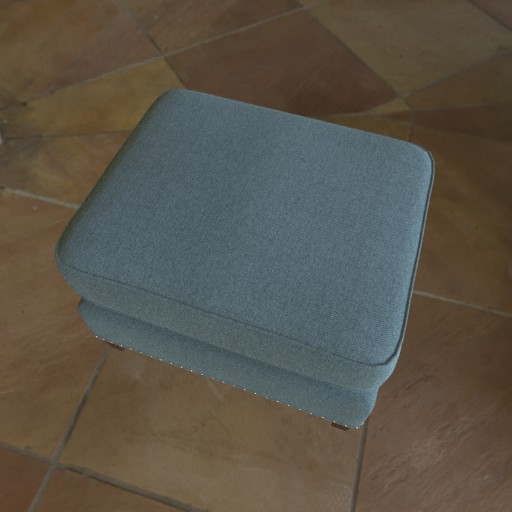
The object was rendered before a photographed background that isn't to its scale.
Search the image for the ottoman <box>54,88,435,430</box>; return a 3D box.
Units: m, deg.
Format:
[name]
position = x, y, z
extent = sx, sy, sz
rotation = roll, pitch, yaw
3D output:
[ottoman]
position = 0.000, 0.000, 1.130
extent = 0.738, 0.537, 0.589
rotation = 17, 60, 10
